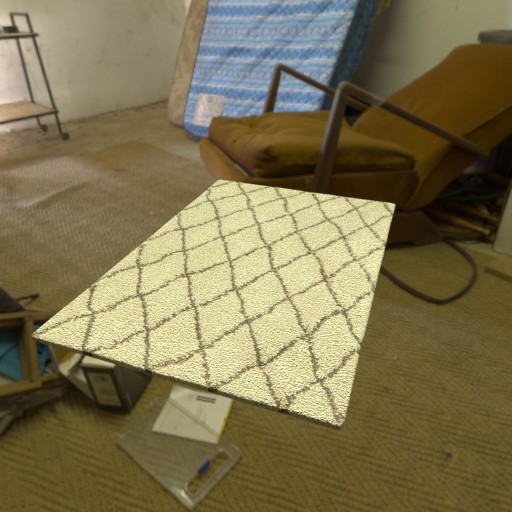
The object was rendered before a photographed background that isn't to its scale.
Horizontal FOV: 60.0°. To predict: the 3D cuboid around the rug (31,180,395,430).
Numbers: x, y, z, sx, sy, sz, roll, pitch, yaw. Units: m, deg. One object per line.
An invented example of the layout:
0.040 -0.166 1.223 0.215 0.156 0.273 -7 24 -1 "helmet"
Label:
0.000 0.000 2.257 1.219 0.030 1.778 11 32 17 "rug"
